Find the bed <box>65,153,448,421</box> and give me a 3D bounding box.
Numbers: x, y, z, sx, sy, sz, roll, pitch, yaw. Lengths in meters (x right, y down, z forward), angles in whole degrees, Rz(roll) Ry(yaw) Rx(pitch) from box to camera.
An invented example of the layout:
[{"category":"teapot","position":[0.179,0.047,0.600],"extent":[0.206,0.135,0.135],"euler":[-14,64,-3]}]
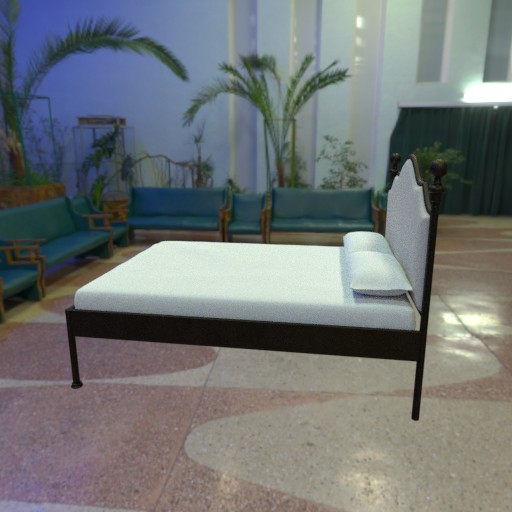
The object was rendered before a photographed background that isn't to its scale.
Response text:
[{"category":"bed","position":[0.000,0.000,3.329],"extent":[2.224,1.499,1.642],"euler":[2,14,9]}]
